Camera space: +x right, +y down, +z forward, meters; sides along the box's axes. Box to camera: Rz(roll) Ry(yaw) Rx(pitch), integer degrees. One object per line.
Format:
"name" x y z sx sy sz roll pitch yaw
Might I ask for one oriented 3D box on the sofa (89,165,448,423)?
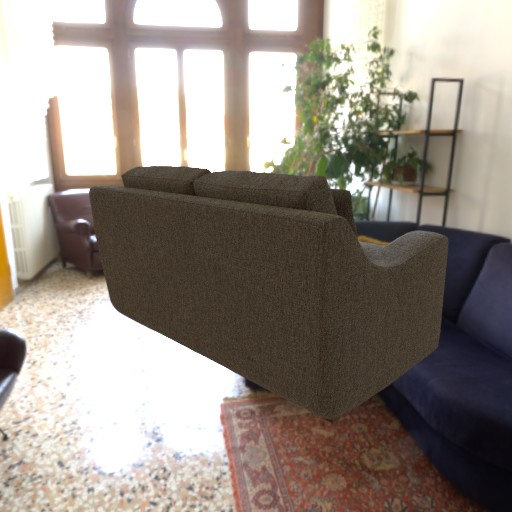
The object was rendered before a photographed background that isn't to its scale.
"sofa" 0.000 0.000 2.487 1.120 0.991 1.778 -14 19 -43
